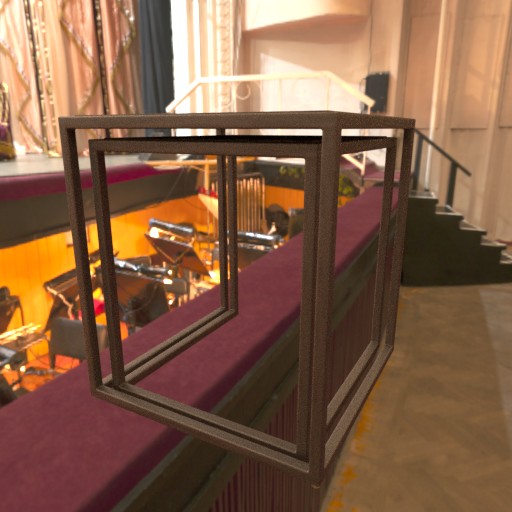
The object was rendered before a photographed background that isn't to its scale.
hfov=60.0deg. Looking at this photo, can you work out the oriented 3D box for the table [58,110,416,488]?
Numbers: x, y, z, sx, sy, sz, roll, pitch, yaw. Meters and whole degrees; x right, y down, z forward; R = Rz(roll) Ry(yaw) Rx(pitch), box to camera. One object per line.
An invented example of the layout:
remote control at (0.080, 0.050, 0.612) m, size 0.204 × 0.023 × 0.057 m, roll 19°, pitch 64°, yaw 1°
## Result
table at (0.000, 0.000, 0.833) m, size 0.450 × 0.500 × 0.449 m, roll 9°, pitch 18°, yaw 28°
